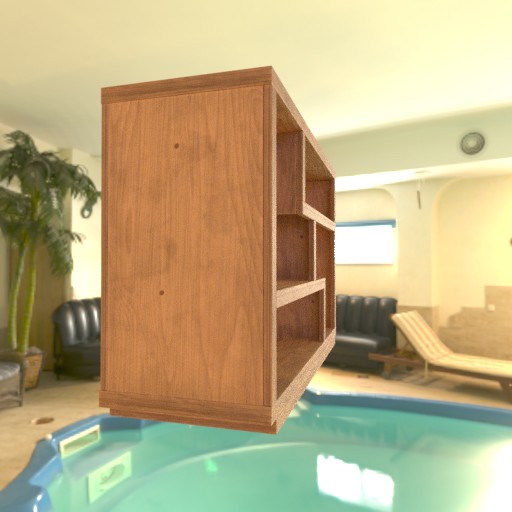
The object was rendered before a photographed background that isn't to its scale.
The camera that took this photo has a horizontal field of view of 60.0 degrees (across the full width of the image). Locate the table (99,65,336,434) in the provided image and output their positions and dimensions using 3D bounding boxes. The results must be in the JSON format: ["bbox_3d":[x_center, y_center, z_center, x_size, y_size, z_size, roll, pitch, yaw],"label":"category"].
[{"bbox_3d":[0.000,0.000,1.514,0.410,0.771,1.151,0,-1,17],"label":"table"}]
